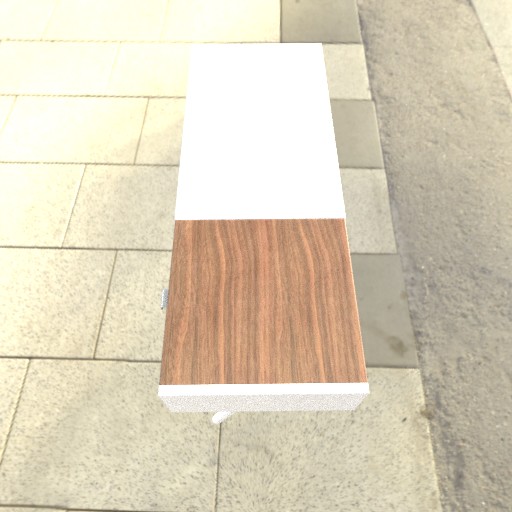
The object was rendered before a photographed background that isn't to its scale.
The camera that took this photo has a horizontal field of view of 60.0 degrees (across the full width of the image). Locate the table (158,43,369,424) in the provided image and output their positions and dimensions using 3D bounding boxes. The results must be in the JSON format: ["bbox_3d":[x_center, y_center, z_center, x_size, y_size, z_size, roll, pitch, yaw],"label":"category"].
[{"bbox_3d":[0.000,0.000,1.442,0.418,0.785,1.066,-1,60,0],"label":"table"}]
